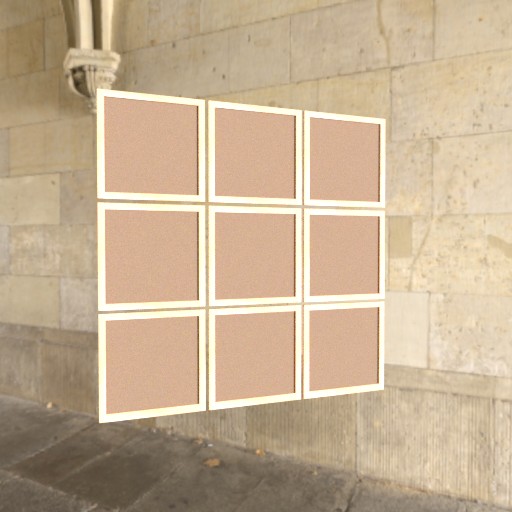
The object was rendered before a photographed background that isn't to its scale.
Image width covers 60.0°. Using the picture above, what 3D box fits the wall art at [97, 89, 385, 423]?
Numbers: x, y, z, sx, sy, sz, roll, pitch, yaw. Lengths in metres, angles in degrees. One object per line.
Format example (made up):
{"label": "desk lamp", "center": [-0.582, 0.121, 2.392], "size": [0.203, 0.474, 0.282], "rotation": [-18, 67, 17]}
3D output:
{"label": "wall art", "center": [0.000, 0.000, 1.811], "size": [1.216, 1.218, 0.013], "rotation": [0, 1, -18]}
